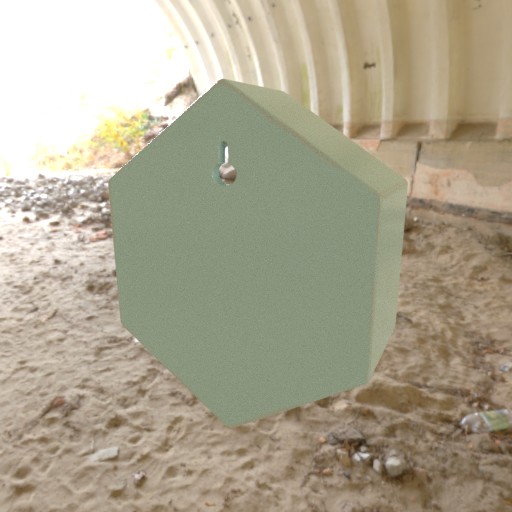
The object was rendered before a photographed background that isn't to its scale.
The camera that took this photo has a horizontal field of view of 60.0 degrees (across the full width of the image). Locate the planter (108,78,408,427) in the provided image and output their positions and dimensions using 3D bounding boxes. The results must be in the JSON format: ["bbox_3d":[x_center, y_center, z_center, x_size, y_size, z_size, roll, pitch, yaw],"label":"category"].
[{"bbox_3d":[0.000,0.000,0.286,0.169,0.207,0.078,7,17,26],"label":"planter"}]
